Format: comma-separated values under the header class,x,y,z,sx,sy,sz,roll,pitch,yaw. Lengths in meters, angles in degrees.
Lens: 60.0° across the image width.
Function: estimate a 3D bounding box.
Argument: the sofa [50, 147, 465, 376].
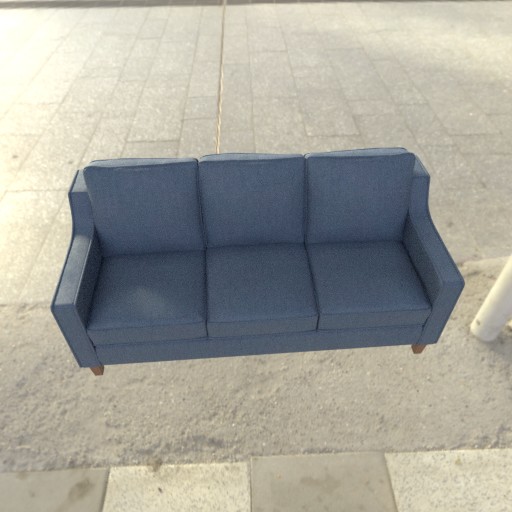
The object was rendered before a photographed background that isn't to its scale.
class,x,y,z,sx,sy,sz,roll,pitch,yaw
sofa,0.000,0.000,2.519,1.986,0.974,0.911,-3,45,-3
